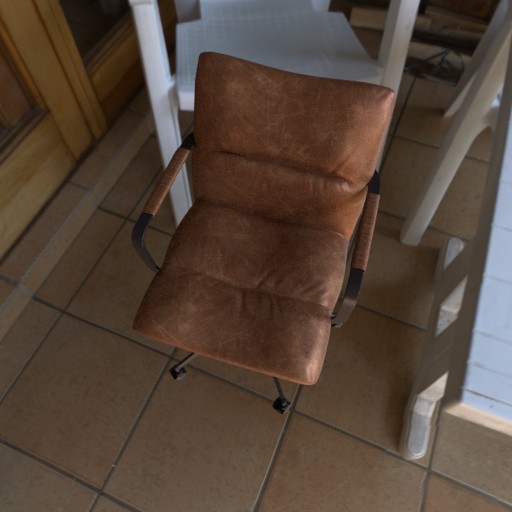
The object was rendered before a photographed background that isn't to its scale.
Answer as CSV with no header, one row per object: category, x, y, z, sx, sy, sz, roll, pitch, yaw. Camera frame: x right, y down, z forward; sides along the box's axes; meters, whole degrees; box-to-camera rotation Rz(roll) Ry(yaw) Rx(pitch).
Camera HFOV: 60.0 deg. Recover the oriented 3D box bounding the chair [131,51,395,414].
chair,0.000,0.000,1.459,0.727,0.922,0.754,15,61,8
